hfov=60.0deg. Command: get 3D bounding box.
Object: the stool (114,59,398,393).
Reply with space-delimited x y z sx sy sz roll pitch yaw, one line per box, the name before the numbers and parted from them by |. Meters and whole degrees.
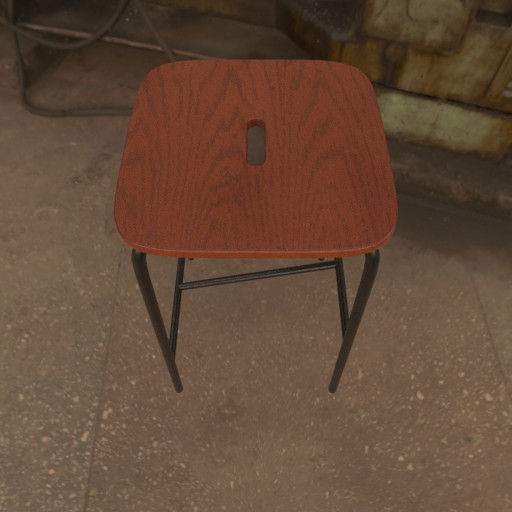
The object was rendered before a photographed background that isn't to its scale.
stool | 0.000 0.000 0.867 0.376 0.610 0.376 0 59 0
